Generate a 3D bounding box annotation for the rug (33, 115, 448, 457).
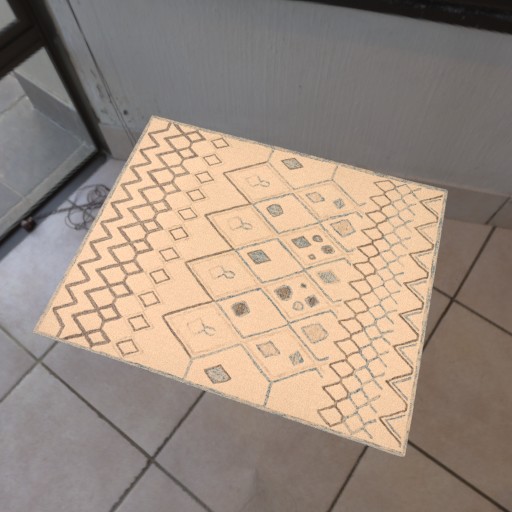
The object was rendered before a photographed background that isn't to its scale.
[{"bbox_3d":[0.000,0.000,3.922,3.056,0.013,2.441,16,65,8],"label":"rug"}]
